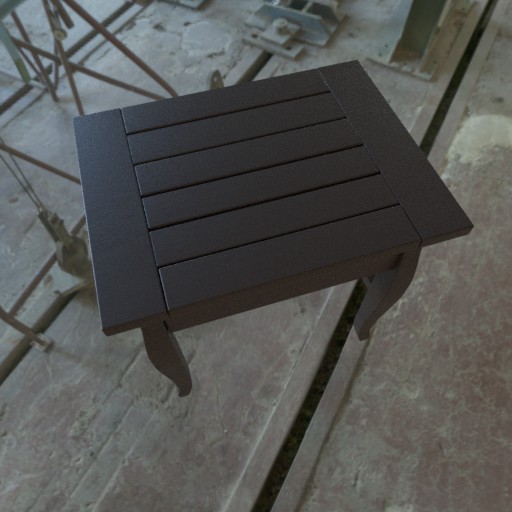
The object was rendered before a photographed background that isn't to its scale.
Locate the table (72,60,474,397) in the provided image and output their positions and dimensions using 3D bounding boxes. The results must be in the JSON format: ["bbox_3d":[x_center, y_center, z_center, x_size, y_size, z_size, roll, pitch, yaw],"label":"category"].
[{"bbox_3d":[0.000,0.000,1.044,0.602,0.605,0.460,-15,60,-9],"label":"table"}]
